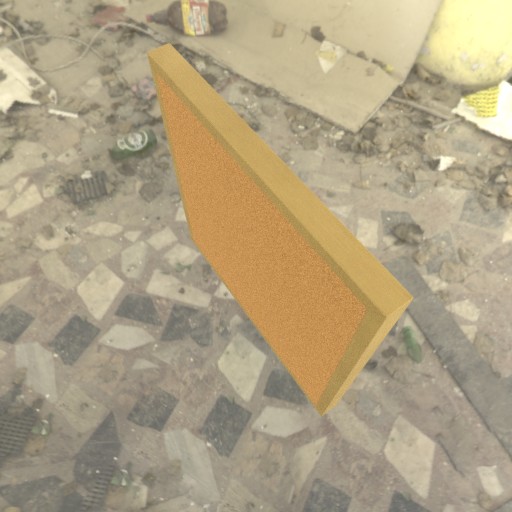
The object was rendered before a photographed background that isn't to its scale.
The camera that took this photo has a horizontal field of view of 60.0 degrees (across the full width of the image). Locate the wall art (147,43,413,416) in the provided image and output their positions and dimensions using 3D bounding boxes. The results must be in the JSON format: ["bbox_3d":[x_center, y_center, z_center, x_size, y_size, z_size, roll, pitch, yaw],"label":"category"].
[{"bbox_3d":[0.000,0.000,0.768,0.038,0.508,0.508,-31,64,-17],"label":"wall art"}]
